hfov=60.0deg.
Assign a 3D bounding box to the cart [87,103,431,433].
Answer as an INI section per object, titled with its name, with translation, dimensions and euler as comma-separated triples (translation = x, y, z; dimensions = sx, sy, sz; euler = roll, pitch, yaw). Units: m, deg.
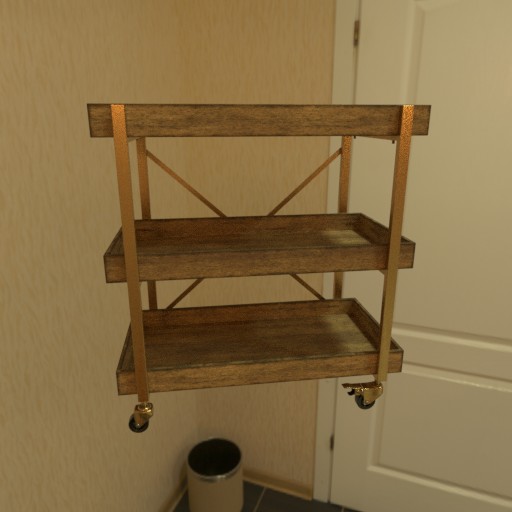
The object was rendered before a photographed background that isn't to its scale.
[cart]
translation = 0.000, 0.000, 1.247
dimensions = 0.750, 0.799, 0.416
euler = -2, 18, -8
